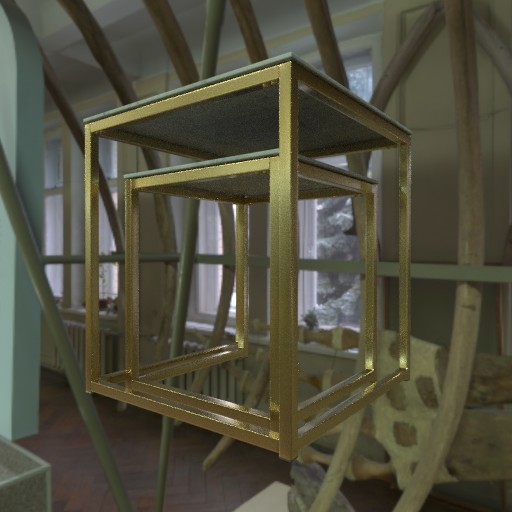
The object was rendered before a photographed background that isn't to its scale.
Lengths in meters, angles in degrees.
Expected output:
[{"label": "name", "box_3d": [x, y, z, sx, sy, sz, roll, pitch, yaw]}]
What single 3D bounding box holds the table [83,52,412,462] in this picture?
[{"label": "table", "box_3d": [0.000, 0.000, 0.852, 0.450, 0.500, 0.450, 0, 1, 37]}]
